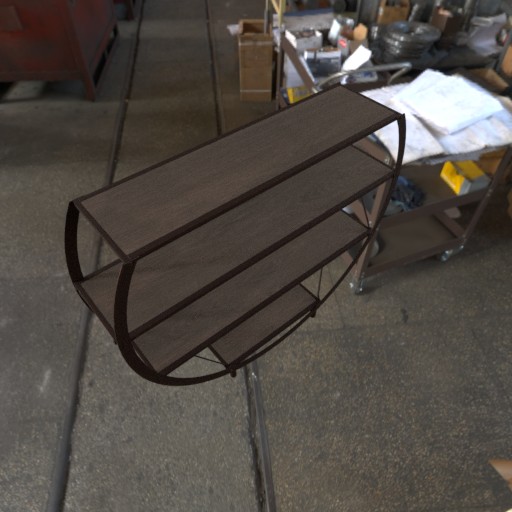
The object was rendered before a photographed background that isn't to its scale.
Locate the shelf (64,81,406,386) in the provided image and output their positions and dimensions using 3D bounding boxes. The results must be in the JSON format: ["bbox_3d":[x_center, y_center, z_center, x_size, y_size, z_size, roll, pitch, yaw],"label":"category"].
[{"bbox_3d":[0.000,0.000,1.927,1.403,1.063,0.344,-32,55,-26],"label":"shelf"}]
